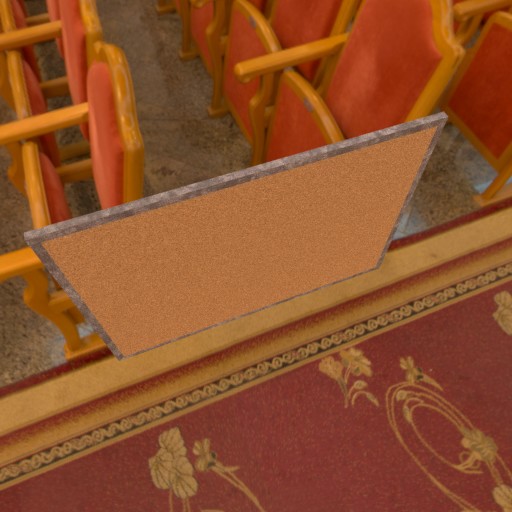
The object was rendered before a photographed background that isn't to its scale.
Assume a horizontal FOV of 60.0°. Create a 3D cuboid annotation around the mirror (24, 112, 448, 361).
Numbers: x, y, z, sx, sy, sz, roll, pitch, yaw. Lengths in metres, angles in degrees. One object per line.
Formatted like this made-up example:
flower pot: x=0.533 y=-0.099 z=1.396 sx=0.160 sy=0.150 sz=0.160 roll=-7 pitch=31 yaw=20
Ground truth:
mirror: x=0.000 y=0.000 z=1.423 sx=1.101 sy=0.795 sz=0.022 roll=-18 pitch=59 yaw=-11
